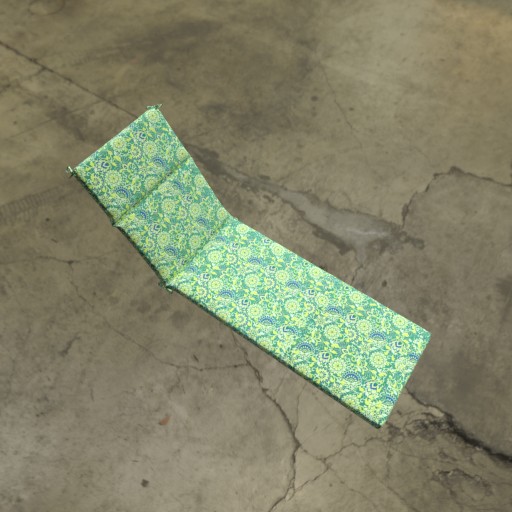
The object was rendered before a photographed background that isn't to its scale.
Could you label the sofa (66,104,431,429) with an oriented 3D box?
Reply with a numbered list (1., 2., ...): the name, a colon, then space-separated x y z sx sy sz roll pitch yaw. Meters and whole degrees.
1. sofa: 0.000 0.000 2.006 1.663 0.622 0.582 31 63 18
